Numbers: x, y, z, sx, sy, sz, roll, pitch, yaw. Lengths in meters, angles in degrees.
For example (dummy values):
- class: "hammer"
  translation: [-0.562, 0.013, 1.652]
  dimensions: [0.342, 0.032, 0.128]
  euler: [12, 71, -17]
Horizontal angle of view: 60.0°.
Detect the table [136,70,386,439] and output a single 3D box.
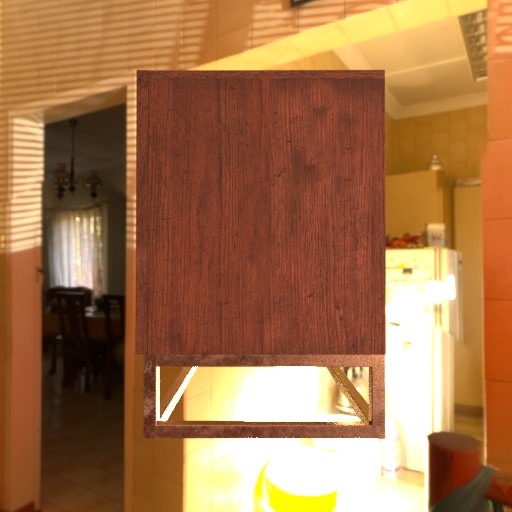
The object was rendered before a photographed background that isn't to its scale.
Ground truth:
- class: "table"
  translation: [0.000, 0.000, 1.276]
  dimensions: [0.542, 0.746, 0.767]
  euler: [0, -1, 0]
